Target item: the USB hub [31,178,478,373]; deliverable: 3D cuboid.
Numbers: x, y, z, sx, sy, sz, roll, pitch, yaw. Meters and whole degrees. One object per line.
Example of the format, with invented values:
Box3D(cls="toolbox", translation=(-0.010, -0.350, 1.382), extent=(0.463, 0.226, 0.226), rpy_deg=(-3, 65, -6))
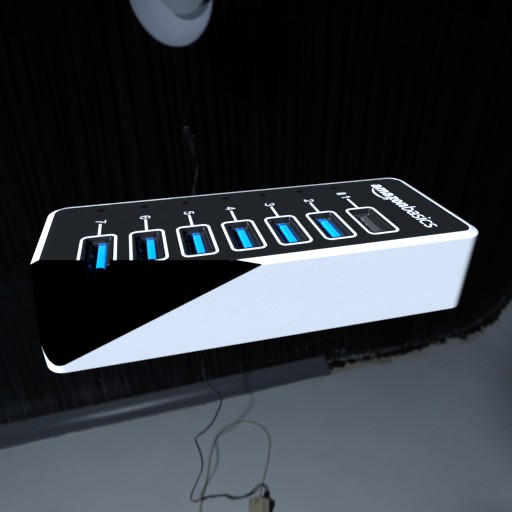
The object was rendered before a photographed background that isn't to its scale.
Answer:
Box3D(cls="USB hub", translation=(0.000, 0.000, 0.125), extent=(0.110, 0.023, 0.044), rpy_deg=(-7, 31, -12))
